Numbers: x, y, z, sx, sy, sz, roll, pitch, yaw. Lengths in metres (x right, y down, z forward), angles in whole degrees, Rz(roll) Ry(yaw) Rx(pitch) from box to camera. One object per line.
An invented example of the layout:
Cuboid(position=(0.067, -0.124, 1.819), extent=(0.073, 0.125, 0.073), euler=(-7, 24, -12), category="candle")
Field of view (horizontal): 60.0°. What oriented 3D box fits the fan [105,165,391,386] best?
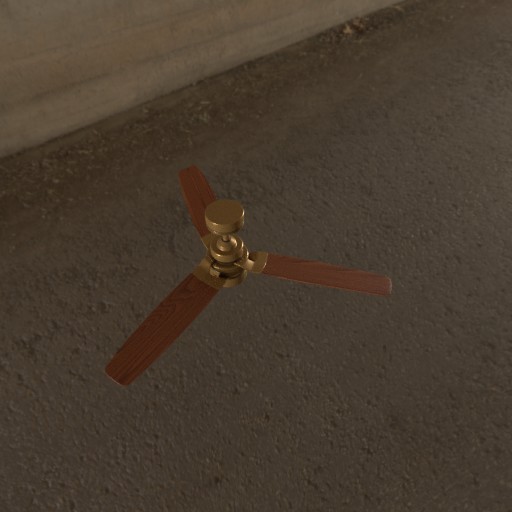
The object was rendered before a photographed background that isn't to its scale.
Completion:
Cuboid(position=(0.000, 0.000, 2.068), extent=(1.271, 0.425, 1.416), euler=(10, 48, 9), category="fan")
